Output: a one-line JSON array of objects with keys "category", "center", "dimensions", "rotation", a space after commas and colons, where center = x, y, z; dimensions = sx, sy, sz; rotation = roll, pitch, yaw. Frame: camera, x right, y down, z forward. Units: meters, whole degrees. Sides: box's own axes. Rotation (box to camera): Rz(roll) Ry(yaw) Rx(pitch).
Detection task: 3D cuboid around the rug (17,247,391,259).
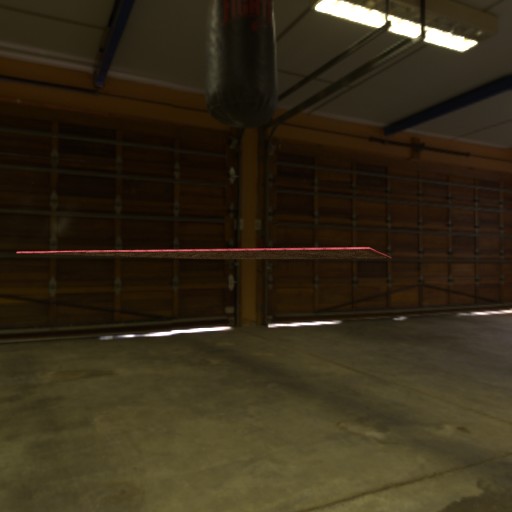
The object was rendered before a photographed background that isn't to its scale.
[{"category": "rug", "center": [0.000, 0.000, 2.811], "dimensions": [1.579, 0.007, 2.184], "rotation": [0, -1, 19]}]
